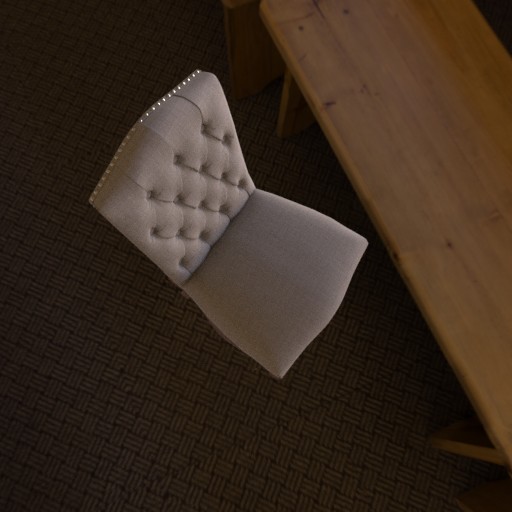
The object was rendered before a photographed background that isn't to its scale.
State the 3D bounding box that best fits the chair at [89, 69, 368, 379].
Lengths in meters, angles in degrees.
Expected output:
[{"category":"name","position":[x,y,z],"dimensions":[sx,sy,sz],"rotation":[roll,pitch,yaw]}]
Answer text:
[{"category":"chair","position":[0.000,0.000,1.636],"dimensions":[0.731,1.191,0.637],"rotation":[34,78,8]}]
